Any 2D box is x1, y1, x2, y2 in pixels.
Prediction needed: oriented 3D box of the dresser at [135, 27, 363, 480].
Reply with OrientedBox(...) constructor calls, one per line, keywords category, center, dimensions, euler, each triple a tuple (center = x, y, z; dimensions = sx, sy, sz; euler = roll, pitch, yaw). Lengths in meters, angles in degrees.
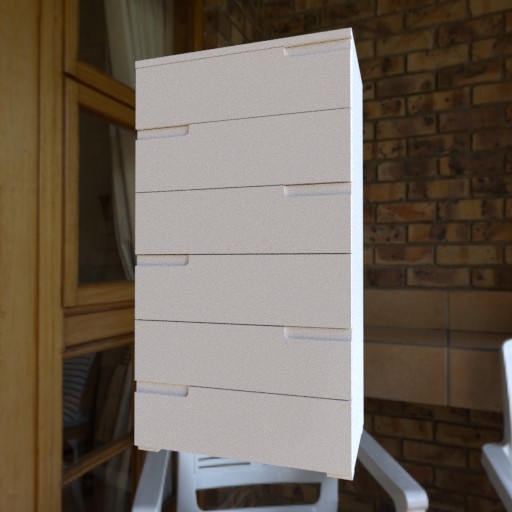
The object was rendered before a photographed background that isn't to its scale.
OrientedBox(category="dresser", center=(0.000, 0.000, 1.442), dimensions=(0.650, 1.190, 0.400), euler=(0, -1, 18))
